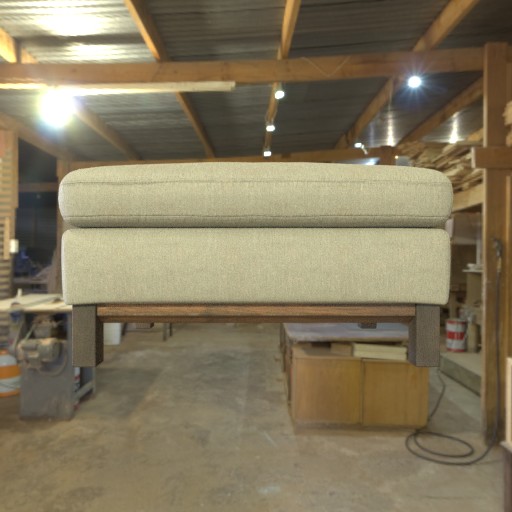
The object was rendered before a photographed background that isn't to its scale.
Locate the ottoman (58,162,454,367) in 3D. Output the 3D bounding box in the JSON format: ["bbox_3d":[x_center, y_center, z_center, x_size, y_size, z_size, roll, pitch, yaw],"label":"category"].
[{"bbox_3d":[0.000,0.000,1.038,0.735,0.404,0.528,0,0,0],"label":"ottoman"}]
